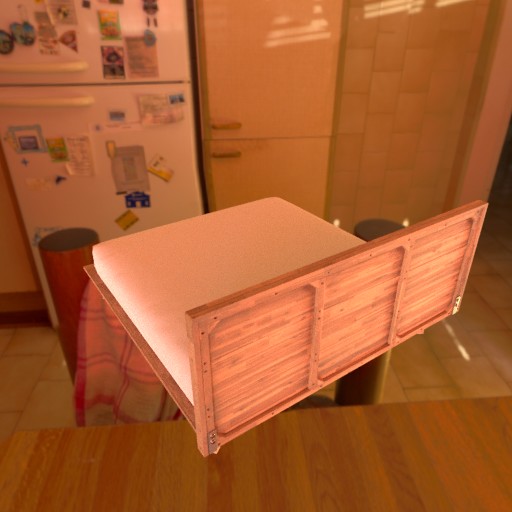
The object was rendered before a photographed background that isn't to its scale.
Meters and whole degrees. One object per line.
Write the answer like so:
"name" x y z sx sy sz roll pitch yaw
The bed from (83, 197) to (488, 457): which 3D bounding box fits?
"bed" 0.000 0.000 3.341 2.116 1.100 2.167 -19 35 -30
